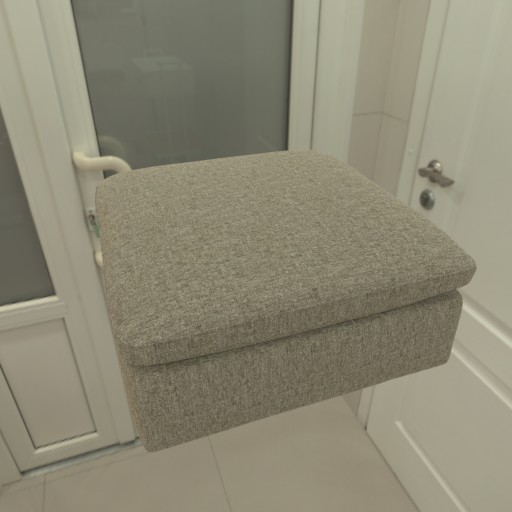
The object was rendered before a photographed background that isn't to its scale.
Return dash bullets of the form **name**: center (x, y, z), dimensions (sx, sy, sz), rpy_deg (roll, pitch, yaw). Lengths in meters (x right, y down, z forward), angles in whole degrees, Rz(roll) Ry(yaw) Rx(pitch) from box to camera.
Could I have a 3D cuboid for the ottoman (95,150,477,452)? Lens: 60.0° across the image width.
- **ottoman**: center (0.000, 0.000, 1.587), dimensions (1.035, 0.526, 1.039), rpy_deg (-11, 33, -17)
